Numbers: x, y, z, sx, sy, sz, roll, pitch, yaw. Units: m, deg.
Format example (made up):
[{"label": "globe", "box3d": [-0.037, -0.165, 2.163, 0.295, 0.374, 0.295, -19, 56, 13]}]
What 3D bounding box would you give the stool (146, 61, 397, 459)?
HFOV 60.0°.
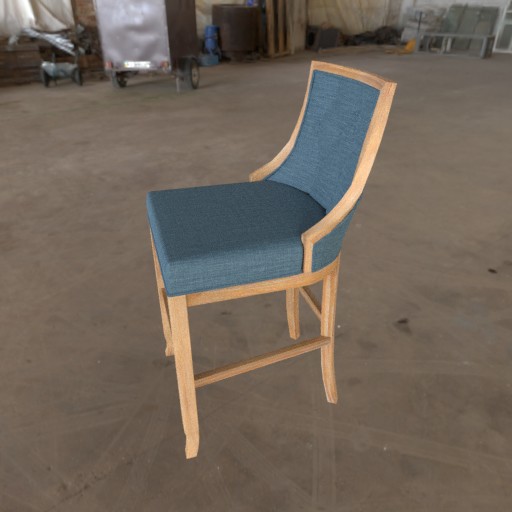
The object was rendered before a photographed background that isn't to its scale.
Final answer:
[{"label": "stool", "box3d": [0.000, 0.000, 1.433, 0.626, 1.101, 0.524, -9, 31, -15]}]
